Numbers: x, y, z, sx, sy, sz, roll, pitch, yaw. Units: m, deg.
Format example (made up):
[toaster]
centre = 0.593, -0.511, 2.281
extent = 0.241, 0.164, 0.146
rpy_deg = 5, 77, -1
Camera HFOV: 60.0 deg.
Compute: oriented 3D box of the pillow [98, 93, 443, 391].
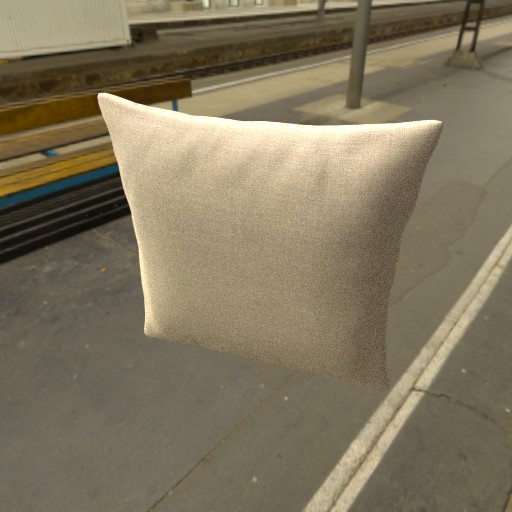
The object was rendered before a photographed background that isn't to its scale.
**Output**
[pillow]
centre = 0.000, 0.000, 0.769
extent = 0.523, 0.510, 0.166
rpy_deg = 10, 33, 15
